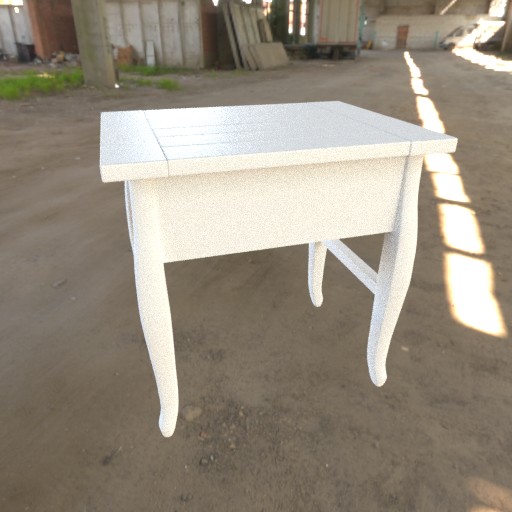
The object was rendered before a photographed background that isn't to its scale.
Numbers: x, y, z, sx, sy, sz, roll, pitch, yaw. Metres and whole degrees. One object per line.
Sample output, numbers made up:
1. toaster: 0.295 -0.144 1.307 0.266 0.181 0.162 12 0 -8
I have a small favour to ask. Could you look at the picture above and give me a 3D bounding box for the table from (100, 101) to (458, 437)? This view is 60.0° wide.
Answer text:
1. table: 0.000 0.000 1.031 0.599 0.605 0.463 -8 28 -15
